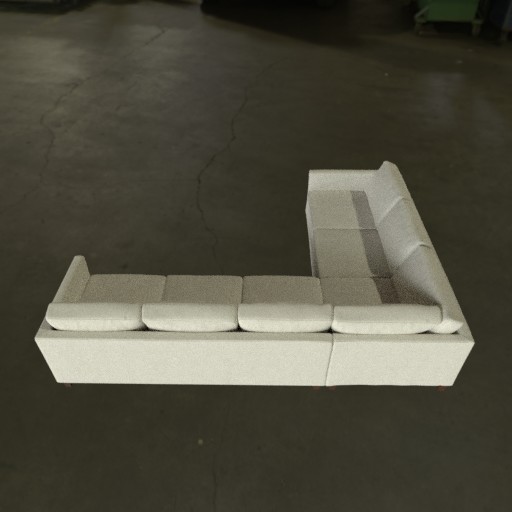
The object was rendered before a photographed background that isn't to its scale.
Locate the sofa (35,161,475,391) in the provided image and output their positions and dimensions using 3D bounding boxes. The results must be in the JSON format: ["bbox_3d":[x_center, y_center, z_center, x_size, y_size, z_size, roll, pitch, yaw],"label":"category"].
[{"bbox_3d":[0.000,0.000,4.239,3.182,0.863,2.432,1,41,1],"label":"sofa"}]
